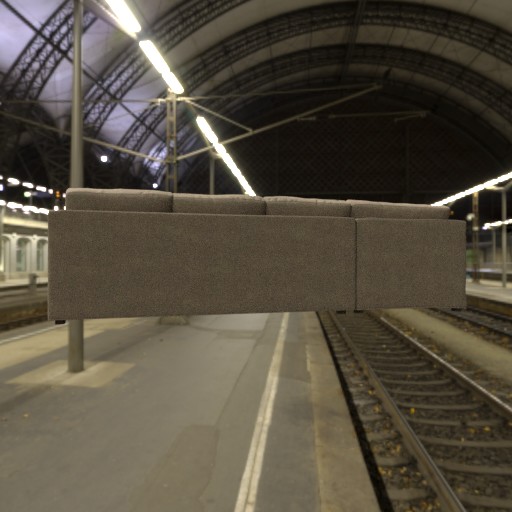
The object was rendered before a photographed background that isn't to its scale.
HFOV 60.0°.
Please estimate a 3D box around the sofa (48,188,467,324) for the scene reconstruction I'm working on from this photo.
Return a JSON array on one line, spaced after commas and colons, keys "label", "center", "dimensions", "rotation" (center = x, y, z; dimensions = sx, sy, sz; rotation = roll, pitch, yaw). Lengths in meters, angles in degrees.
[{"label": "sofa", "center": [0.000, 0.000, 3.997], "dimensions": [3.205, 0.922, 1.650], "rotation": [0, 0, -16]}]
